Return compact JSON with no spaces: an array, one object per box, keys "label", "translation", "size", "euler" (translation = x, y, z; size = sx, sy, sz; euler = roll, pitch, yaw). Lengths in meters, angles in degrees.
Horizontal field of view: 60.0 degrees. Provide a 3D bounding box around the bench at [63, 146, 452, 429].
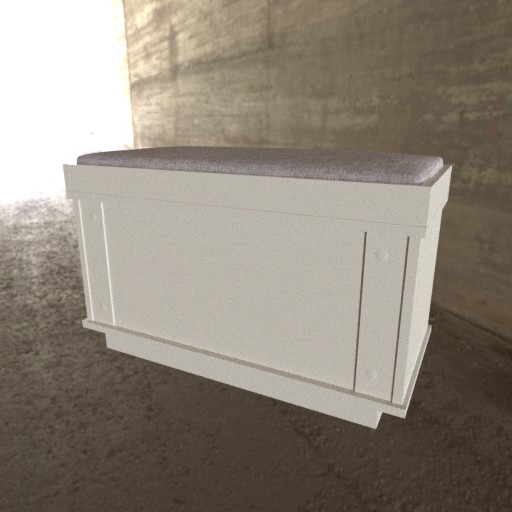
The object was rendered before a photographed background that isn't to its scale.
[{"label":"bench","translation":[0.000,0.000,0.989],"size":[0.734,0.461,0.362],"euler":[9,19,26]}]
